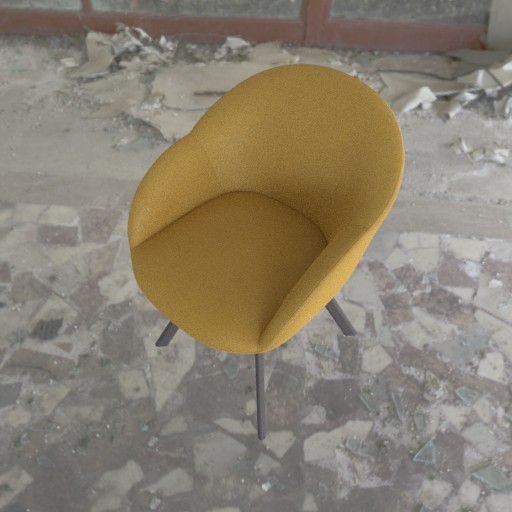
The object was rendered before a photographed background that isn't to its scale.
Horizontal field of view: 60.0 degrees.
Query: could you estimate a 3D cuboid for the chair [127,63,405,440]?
[{"bbox_3d":[0.000,0.000,1.160,0.551,0.793,0.583,33,55,27],"label":"chair"}]
